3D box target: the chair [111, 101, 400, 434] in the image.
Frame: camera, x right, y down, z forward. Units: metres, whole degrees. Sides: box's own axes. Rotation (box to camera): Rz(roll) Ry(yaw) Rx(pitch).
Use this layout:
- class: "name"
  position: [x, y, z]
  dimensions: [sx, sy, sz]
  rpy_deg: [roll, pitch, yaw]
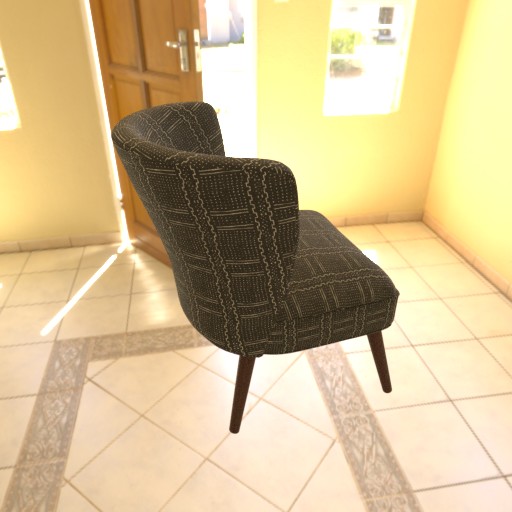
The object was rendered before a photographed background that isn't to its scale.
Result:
- class: "chair"
  position: [0.000, 0.000, 1.409]
  dimensions: [0.758, 0.866, 0.710]
  rpy_deg: [-10, 32, -16]
